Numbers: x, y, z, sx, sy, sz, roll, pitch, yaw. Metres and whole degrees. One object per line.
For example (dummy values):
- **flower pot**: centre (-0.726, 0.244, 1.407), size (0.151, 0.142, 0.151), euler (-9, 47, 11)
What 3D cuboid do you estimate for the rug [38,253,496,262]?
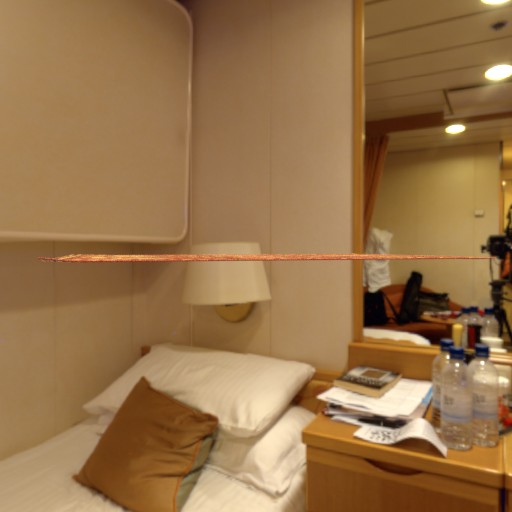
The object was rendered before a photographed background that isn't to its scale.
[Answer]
- **rug**: centre (0.000, 0.000, 2.797), size (2.286, 0.026, 1.521), euler (0, 1, -18)
